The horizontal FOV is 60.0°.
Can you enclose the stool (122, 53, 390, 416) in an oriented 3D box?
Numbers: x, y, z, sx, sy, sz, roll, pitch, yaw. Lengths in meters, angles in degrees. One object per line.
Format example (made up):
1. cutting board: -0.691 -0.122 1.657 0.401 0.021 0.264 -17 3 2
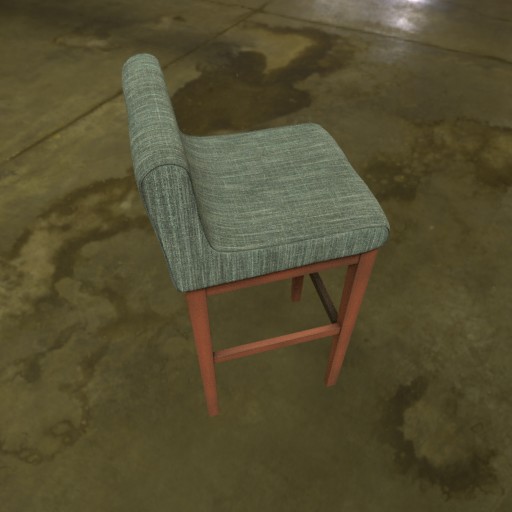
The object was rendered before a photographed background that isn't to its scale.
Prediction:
1. stool: 0.000 0.000 1.191 0.499 0.965 0.426 -11 48 -10
